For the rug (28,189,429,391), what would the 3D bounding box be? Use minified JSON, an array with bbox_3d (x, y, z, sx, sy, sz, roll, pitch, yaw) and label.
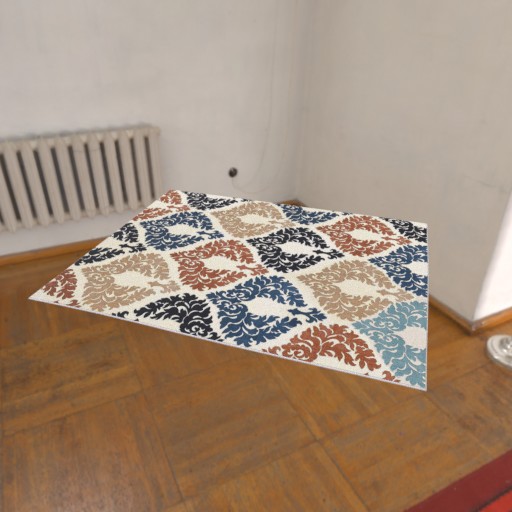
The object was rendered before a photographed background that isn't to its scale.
[{"bbox_3d":[0.000,0.000,4.118,3.040,0.014,2.423,10,32,16],"label":"rug"}]
